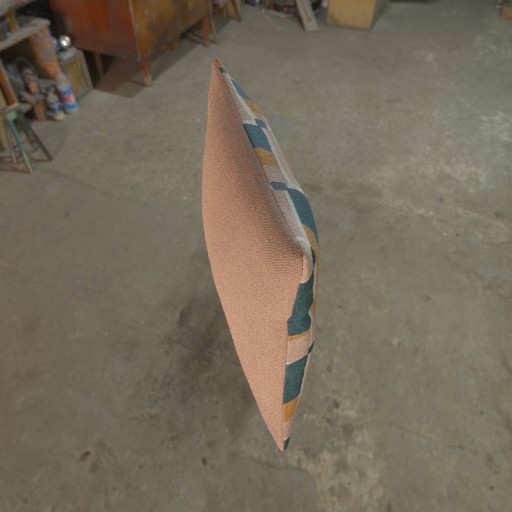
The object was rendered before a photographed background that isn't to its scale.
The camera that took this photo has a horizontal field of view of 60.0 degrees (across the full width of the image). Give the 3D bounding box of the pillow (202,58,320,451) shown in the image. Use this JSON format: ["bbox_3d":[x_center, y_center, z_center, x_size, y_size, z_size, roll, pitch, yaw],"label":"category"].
[{"bbox_3d":[0.000,0.000,0.747,0.158,0.479,0.478,-10,47,-9],"label":"pillow"}]
